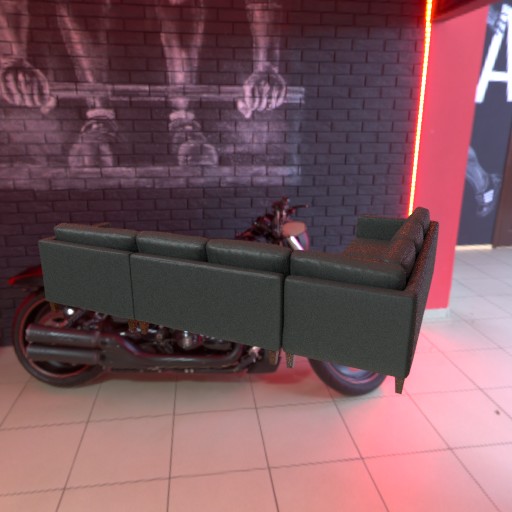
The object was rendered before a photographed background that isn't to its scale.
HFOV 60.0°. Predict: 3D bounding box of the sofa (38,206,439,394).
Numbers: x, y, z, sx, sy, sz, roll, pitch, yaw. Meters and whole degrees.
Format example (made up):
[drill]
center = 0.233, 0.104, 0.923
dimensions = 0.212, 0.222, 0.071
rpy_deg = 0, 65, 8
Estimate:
[sofa]
center = 0.000, 0.000, 4.708
dimensions = 3.460, 0.923, 2.593
rpy_deg = 7, 18, 24
